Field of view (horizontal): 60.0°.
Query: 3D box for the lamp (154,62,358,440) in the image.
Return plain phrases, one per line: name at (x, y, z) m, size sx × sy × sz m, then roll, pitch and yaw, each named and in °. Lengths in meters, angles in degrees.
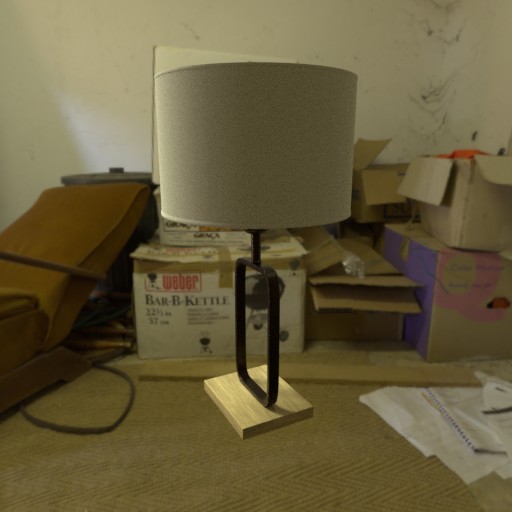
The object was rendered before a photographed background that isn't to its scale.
lamp at (0.000, 0.000, 0.682) m, size 0.279 × 0.508 × 0.279 m, roll -7°, pitch 16°, yaw -27°
